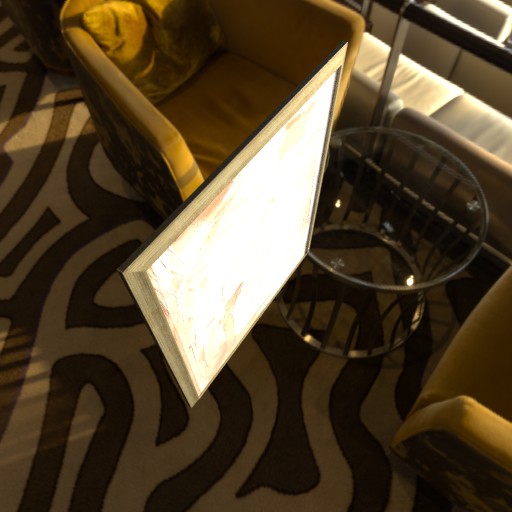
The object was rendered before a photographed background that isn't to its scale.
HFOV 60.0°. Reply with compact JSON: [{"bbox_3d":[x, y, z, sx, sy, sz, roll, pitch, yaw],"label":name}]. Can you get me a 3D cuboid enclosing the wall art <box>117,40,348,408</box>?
[{"bbox_3d":[0.000,0.000,0.924,0.018,0.660,0.559,30,63,18],"label":"wall art"}]
